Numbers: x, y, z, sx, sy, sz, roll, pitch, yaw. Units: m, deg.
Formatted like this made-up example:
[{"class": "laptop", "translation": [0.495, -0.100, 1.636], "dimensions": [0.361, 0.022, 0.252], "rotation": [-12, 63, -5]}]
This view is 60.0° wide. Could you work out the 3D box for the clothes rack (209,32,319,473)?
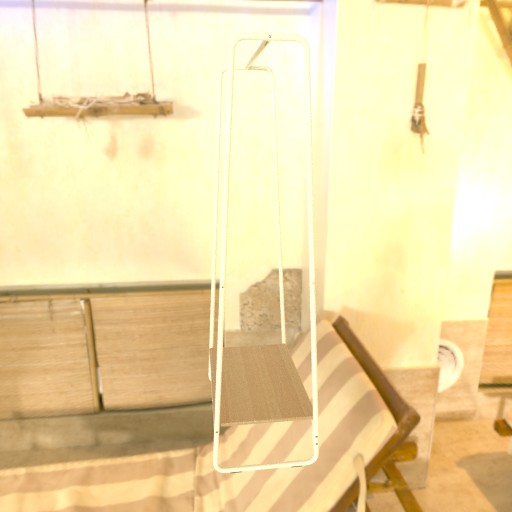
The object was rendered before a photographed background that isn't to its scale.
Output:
[{"class": "clothes rack", "translation": [0.000, 0.000, 1.773], "dimensions": [0.400, 1.500, 0.640], "rotation": [-2, 15, -7]}]
